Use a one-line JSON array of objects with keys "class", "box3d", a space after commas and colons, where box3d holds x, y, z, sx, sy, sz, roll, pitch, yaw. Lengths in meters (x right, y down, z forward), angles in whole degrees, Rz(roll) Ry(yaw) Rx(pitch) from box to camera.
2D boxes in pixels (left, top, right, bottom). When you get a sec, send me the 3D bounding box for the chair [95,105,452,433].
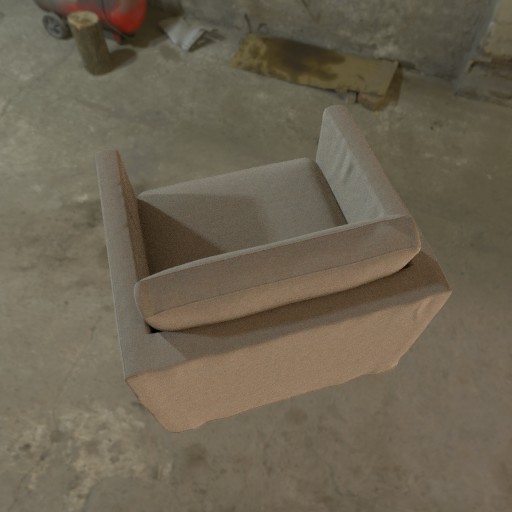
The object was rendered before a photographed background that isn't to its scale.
[{"class": "chair", "box3d": [0.000, 0.000, 1.752, 1.057, 0.863, 0.949, -14, 58, -9]}]
